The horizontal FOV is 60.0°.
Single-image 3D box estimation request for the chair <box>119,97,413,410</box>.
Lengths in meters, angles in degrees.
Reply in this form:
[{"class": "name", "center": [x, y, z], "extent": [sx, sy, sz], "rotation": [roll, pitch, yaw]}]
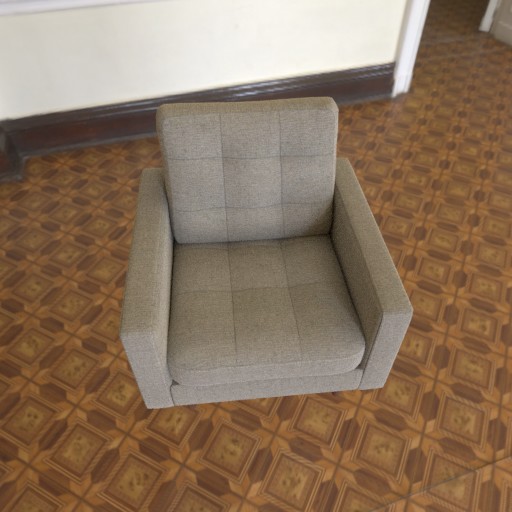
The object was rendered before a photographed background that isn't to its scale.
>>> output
[{"class": "chair", "center": [0.000, 0.000, 1.565], "extent": [0.821, 0.880, 0.843], "rotation": [-4, 46, -4]}]
